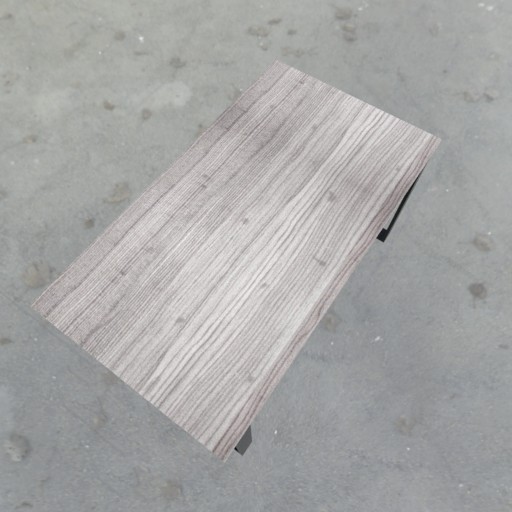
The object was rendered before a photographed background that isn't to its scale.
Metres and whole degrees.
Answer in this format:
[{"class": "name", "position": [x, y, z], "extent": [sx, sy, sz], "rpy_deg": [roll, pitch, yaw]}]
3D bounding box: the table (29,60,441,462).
[{"class": "table", "position": [0.000, 0.000, 2.099], "extent": [0.881, 0.736, 1.579], "rpy_deg": [32, 67, 15]}]
